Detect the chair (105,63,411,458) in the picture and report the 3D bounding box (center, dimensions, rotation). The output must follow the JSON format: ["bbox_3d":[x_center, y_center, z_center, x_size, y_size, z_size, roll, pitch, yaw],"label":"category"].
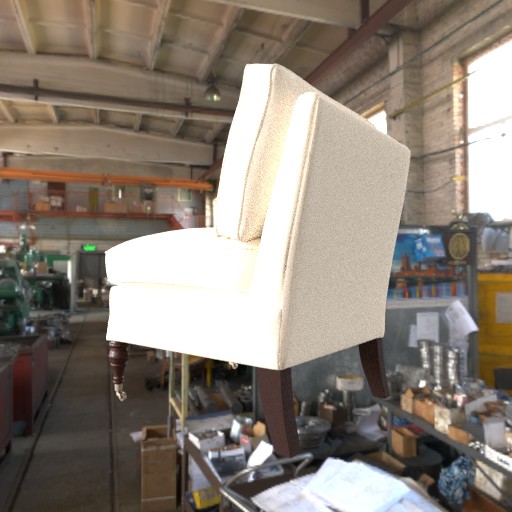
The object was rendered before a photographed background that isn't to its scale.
[{"bbox_3d":[0.000,0.000,1.379,0.781,0.887,0.630,-1,-1,38],"label":"chair"}]
